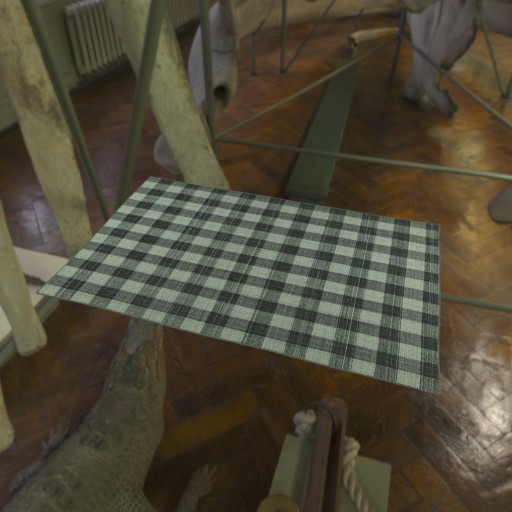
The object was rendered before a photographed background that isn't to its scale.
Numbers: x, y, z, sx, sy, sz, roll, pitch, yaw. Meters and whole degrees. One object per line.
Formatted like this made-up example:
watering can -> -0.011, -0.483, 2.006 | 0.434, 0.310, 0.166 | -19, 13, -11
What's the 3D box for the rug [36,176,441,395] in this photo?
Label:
rug -> 0.000, 0.000, 3.119 | 2.476, 0.011, 1.554 | 11, 42, 13
